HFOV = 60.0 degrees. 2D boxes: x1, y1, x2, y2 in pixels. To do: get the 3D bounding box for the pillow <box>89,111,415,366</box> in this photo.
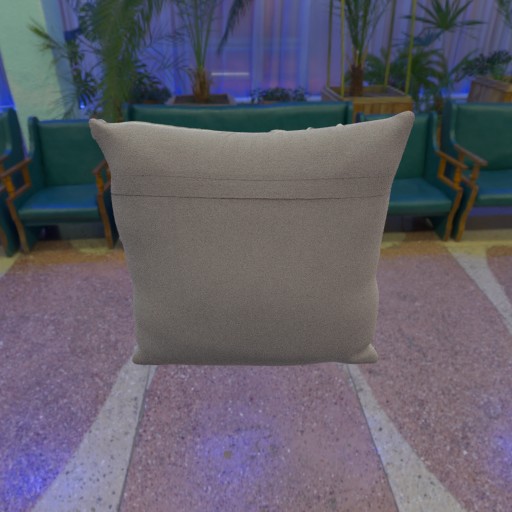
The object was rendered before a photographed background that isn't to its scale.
[{"bbox_3d":[0.000,0.000,0.693,0.439,0.440,0.185,-1,31,-1],"label":"pillow"}]
